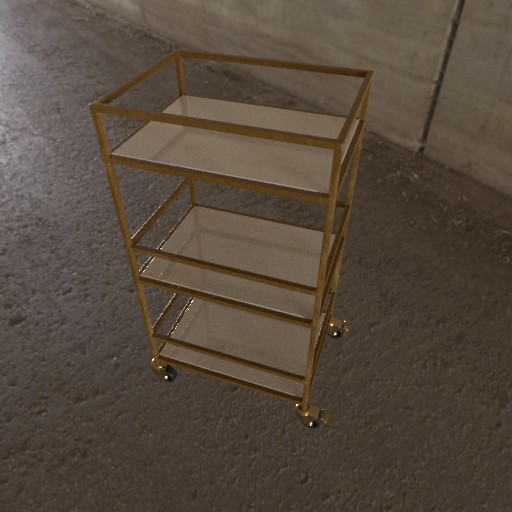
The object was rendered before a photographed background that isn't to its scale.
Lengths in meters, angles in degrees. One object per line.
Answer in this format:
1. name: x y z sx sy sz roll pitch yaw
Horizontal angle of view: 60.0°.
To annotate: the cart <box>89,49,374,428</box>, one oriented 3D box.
1. cart: 0.000 0.000 1.006 0.483 0.761 0.332 13 43 14
